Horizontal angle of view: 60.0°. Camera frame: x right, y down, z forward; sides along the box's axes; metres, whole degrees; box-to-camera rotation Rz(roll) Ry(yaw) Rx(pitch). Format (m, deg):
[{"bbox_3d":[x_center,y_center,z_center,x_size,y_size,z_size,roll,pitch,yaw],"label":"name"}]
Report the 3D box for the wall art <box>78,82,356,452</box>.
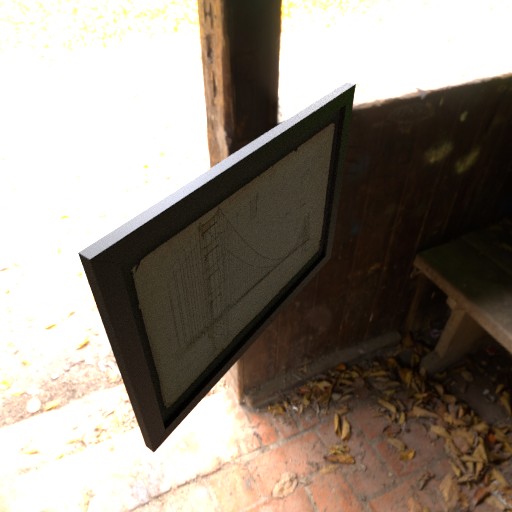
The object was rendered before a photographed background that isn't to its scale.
[{"bbox_3d":[0.000,0.000,0.559,0.016,0.306,0.432,26,47,26],"label":"wall art"}]
